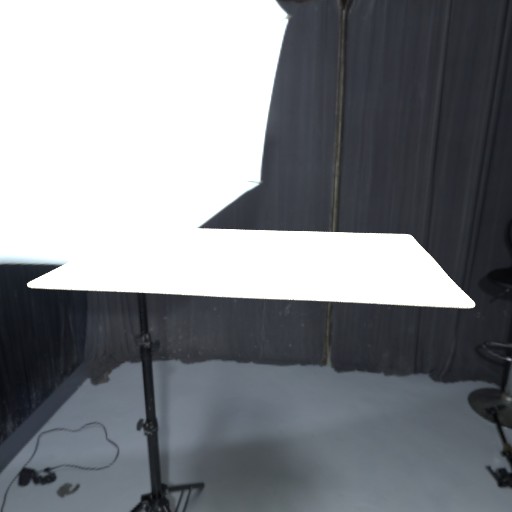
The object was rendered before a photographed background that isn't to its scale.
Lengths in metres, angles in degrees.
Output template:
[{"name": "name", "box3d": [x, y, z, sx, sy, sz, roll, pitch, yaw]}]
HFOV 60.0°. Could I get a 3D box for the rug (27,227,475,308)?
[{"name": "rug", "box3d": [0.000, 0.000, 3.478, 2.698, 0.025, 1.798, 2, 16, 7]}]
